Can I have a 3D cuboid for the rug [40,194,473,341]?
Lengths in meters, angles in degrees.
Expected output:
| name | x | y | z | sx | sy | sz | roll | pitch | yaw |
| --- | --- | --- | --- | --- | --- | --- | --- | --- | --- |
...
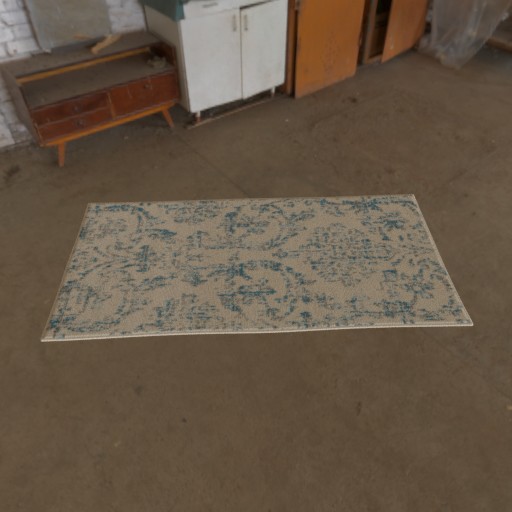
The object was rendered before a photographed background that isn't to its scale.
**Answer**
| name | x | y | z | sx | sy | sz | roll | pitch | yaw |
| --- | --- | --- | --- | --- | --- | --- | --- | --- | --- |
| rug | 0.000 | 0.000 | 1.451 | 1.220 | 0.007 | 0.605 | -2 | 46 | -2 |
